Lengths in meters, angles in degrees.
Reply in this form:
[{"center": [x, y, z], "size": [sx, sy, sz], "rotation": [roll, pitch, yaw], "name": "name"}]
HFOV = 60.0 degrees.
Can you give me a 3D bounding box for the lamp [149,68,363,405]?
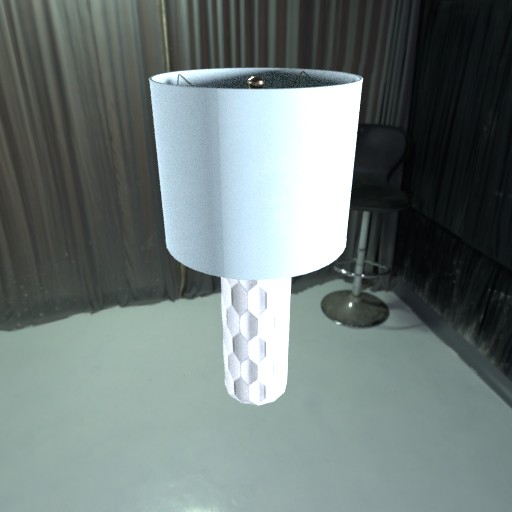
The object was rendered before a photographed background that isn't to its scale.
[{"center": [0.000, 0.000, 0.708], "size": [0.277, 0.534, 0.277], "rotation": [-9, 29, -17], "name": "lamp"}]
